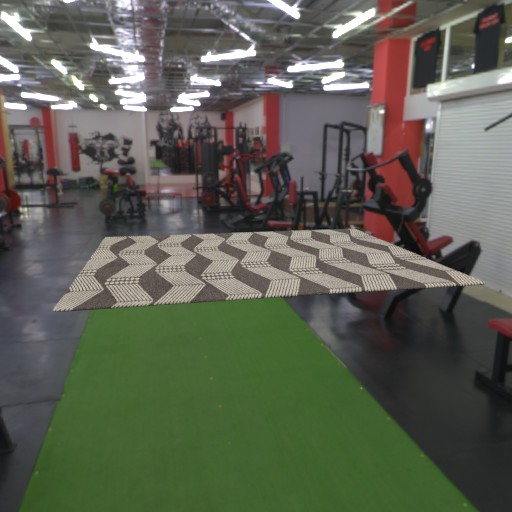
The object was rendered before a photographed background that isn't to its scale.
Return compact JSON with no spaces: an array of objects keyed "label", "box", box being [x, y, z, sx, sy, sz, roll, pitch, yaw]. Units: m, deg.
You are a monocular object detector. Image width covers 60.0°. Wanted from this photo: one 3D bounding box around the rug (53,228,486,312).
[{"label":"rug","box":[0.000,0.000,4.184,3.048,0.016,2.438,-3,14,-11]}]
